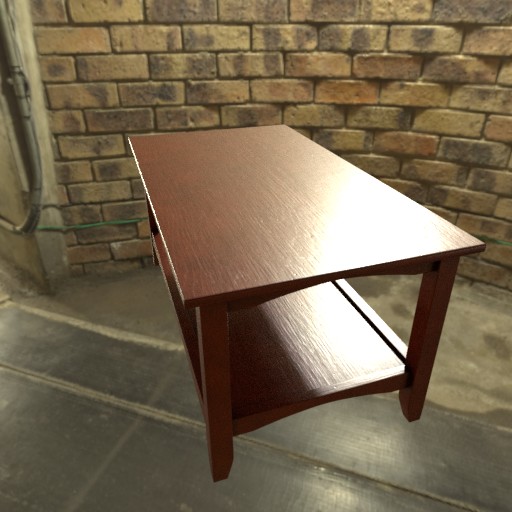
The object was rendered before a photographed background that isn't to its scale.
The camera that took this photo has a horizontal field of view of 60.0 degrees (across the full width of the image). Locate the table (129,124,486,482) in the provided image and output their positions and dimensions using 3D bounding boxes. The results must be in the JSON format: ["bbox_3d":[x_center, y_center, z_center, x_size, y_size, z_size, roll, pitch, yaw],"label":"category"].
[{"bbox_3d":[0.000,0.000,1.198,0.533,0.456,0.943,-9,31,-16],"label":"table"}]
